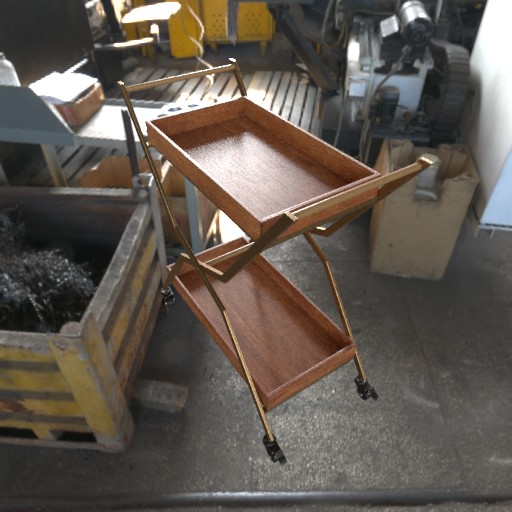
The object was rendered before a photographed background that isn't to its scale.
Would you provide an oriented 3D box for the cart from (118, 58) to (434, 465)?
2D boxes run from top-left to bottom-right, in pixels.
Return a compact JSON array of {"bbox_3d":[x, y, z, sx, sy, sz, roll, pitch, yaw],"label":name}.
[{"bbox_3d":[0.000,0.000,1.340,0.405,0.869,0.836,-24,46,-25],"label":"cart"}]
